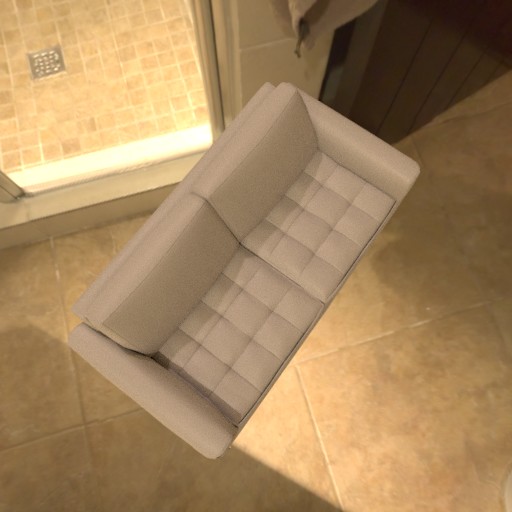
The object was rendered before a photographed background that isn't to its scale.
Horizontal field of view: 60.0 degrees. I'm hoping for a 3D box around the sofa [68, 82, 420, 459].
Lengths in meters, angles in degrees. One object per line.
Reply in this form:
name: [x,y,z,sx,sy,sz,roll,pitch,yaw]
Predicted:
sofa: [0.000,0.000,2.761,1.121,0.930,2.177,35,77,10]
